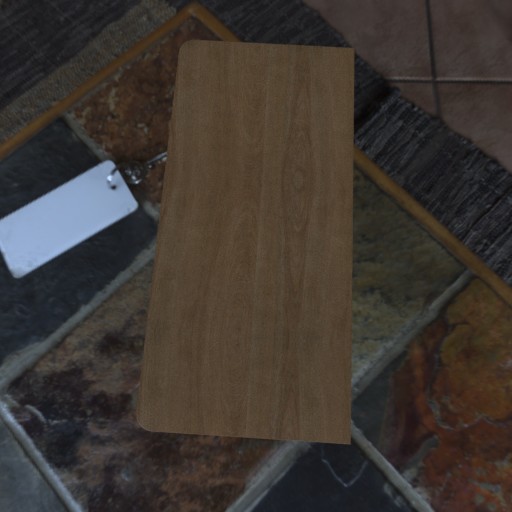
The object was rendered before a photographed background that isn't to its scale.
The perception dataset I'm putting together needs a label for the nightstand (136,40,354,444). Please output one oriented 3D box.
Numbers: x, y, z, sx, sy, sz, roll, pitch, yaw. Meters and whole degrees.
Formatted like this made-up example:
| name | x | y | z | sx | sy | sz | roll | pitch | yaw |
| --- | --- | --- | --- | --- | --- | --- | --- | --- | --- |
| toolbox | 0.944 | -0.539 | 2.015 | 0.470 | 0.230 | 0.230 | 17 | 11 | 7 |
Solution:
| name | x | y | z | sx | sy | sz | roll | pitch | yaw |
| --- | --- | --- | --- | --- | --- | --- | --- | --- | --- |
| nightstand | 0.000 | 0.000 | 1.329 | 0.432 | 0.700 | 0.914 | 3 | 76 | 1 |
